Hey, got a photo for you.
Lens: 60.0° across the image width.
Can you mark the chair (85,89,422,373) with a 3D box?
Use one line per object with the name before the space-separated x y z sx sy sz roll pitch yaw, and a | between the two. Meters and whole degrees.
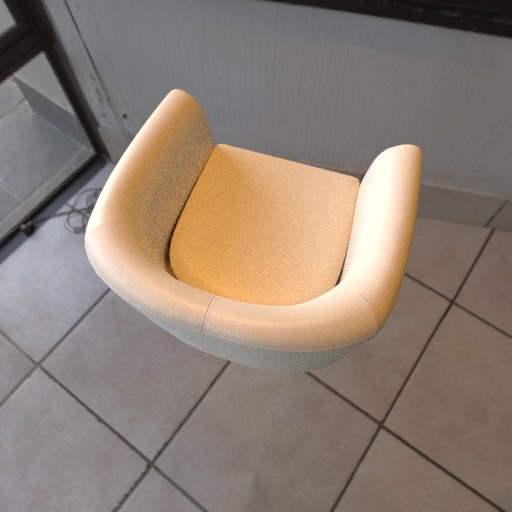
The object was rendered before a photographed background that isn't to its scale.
chair | 0.000 0.000 1.376 0.792 0.756 0.727 16 65 8
